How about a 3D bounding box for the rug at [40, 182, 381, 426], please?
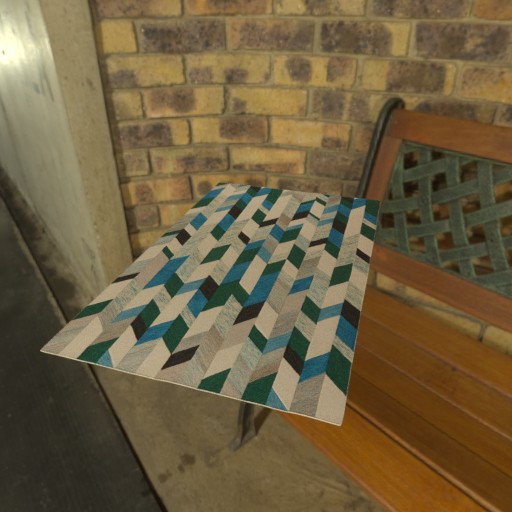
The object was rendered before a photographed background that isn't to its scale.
[{"bbox_3d":[0.000,0.000,3.023,1.507,0.007,2.433,9,32,15],"label":"rug"}]
